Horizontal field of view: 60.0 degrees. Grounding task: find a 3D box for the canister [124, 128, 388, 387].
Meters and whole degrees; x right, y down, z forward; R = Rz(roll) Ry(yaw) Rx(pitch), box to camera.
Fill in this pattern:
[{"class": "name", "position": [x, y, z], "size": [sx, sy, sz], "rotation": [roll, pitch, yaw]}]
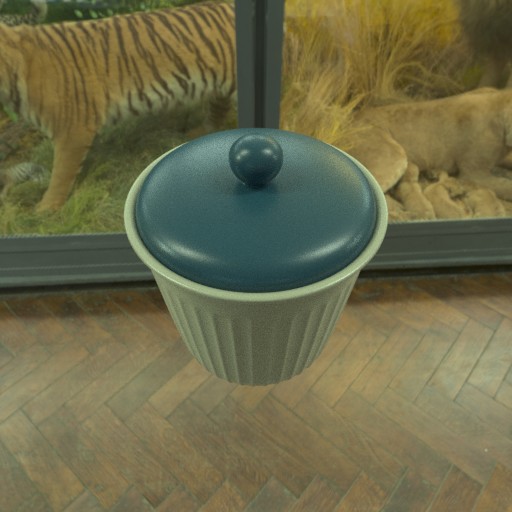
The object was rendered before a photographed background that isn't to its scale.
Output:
[{"class": "canister", "position": [0.000, 0.000, 0.351], "size": [0.181, 0.211, 0.181], "rotation": [0, 46, 0]}]
